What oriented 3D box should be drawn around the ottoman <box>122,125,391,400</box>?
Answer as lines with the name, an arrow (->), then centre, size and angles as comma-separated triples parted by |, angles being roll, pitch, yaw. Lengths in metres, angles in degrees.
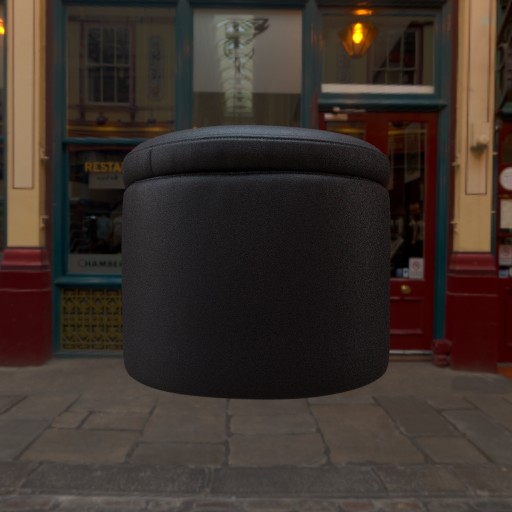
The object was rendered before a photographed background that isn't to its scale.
ottoman -> 0.000, 0.000, 0.864 | 0.501, 0.409, 0.501 | 0, 0, 0
